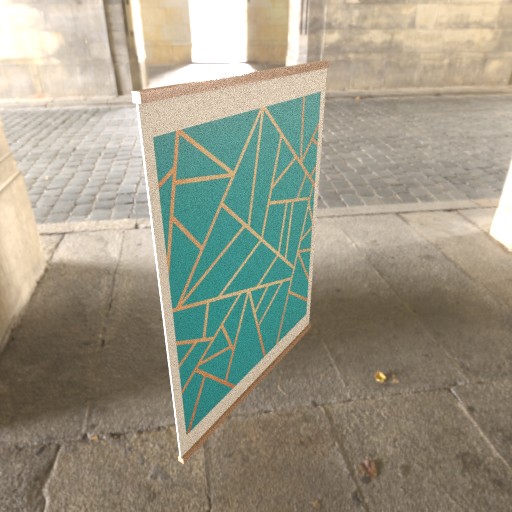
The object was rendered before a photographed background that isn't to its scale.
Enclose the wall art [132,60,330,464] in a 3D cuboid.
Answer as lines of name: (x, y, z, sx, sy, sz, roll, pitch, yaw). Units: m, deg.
wall art: (0.000, 0.000, 0.789, 0.012, 0.608, 0.459, 18, 33, 30)
